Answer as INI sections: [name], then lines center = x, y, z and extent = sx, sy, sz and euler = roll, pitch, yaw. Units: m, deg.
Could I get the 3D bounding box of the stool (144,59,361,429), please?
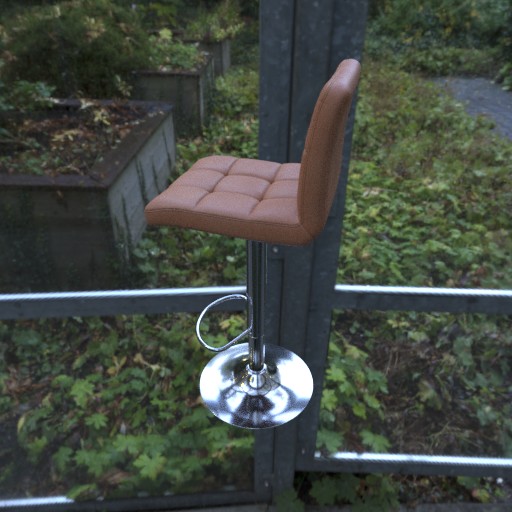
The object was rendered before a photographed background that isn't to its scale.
[stool]
center = 0.000, 0.000, 1.388
extent = 0.505, 1.115, 0.430
euler = 8, 32, 13
